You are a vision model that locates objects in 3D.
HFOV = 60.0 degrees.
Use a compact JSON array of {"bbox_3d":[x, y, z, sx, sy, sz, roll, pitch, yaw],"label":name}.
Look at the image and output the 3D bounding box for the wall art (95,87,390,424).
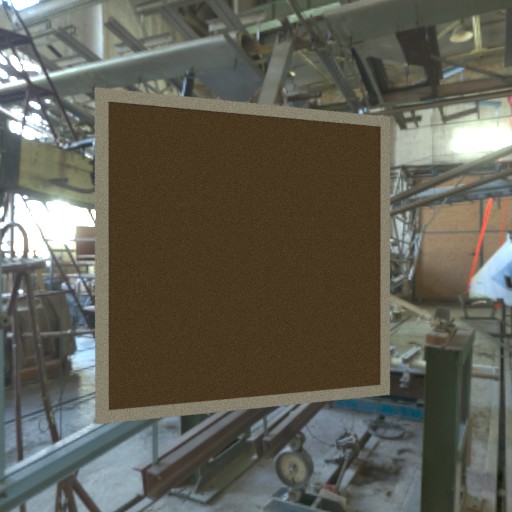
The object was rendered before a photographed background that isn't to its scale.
[{"bbox_3d":[0.000,0.000,1.189,0.812,0.812,0.015,0,0,-16],"label":"wall art"}]
